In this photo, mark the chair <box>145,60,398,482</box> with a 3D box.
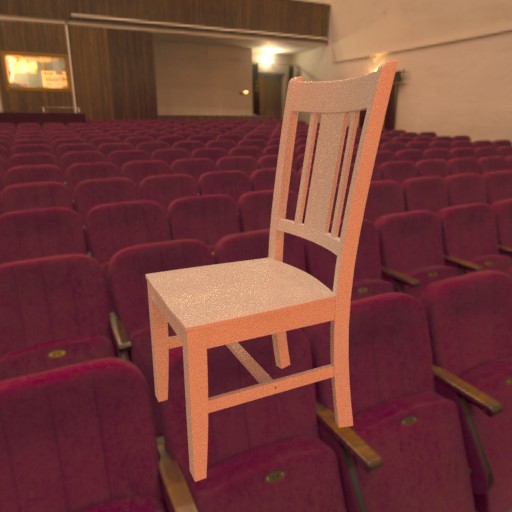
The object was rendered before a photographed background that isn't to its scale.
[{"bbox_3d":[0.000,0.000,1.250,0.555,0.998,0.450,-8,18,-25],"label":"chair"}]
